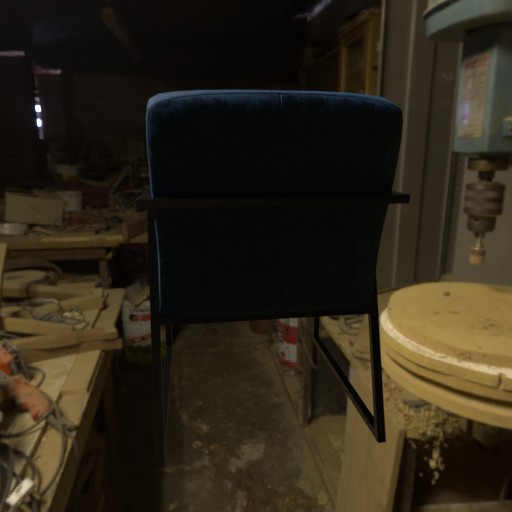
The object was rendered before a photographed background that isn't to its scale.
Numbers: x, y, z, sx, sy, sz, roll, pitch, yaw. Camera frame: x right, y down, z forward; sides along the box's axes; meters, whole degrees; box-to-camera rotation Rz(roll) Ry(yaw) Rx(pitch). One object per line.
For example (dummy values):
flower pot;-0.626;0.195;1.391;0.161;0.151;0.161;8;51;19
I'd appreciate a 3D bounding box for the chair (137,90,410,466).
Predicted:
chair;0.000;0.000;1.267;0.571;0.833;0.677;-2;14;-8
